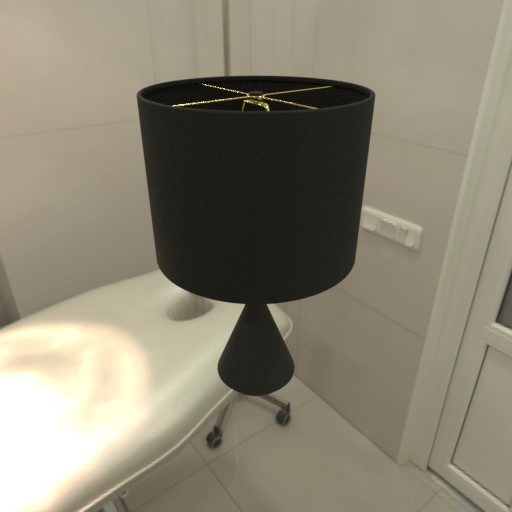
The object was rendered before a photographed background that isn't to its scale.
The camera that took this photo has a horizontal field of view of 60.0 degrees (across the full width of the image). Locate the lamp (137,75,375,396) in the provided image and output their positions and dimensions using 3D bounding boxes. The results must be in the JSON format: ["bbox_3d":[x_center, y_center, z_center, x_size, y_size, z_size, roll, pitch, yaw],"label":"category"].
[{"bbox_3d":[0.000,0.000,0.823,0.359,0.584,0.359,-20,34,-32],"label":"lamp"}]
